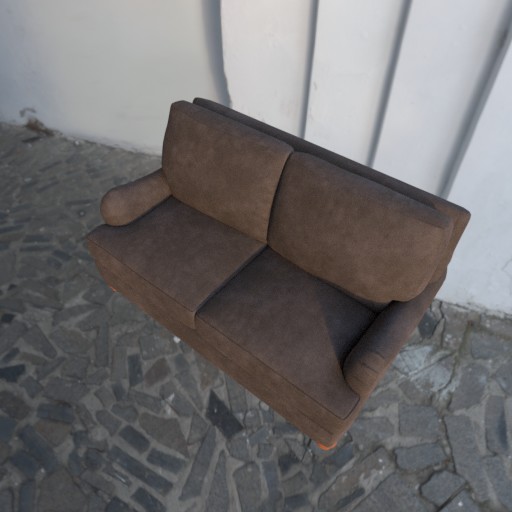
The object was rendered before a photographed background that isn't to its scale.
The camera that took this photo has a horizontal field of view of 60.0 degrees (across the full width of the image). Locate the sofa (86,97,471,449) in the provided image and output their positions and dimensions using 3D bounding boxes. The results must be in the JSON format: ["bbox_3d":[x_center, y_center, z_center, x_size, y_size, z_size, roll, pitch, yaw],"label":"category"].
[{"bbox_3d":[0.000,0.000,2.522,1.853,1.101,1.084,31,55,25],"label":"sofa"}]
